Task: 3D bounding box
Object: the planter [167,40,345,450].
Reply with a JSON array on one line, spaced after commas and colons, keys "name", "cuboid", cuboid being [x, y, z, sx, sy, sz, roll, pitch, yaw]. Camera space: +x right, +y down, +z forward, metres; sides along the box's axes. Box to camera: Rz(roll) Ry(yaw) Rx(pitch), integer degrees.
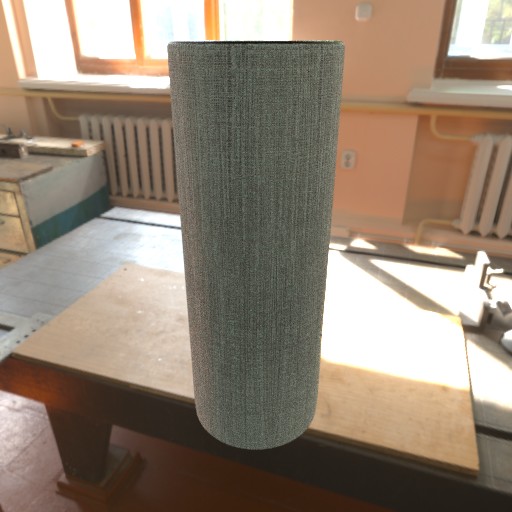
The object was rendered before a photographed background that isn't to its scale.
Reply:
[{"name": "planter", "cuboid": [0.000, 0.000, 0.310, 0.100, 0.270, 0.100, -17, 31, -32]}]
